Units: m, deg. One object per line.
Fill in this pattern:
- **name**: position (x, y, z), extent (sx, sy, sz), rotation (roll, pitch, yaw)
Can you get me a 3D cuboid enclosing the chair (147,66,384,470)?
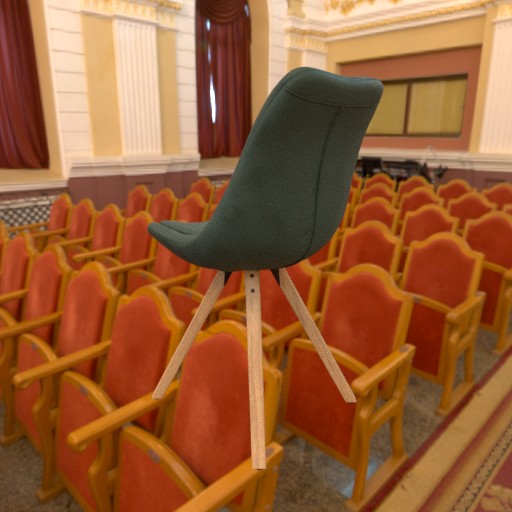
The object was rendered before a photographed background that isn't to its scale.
- **chair**: position (0.000, 0.000, 1.183), extent (0.483, 0.865, 0.547), rotation (-15, 21, -43)
